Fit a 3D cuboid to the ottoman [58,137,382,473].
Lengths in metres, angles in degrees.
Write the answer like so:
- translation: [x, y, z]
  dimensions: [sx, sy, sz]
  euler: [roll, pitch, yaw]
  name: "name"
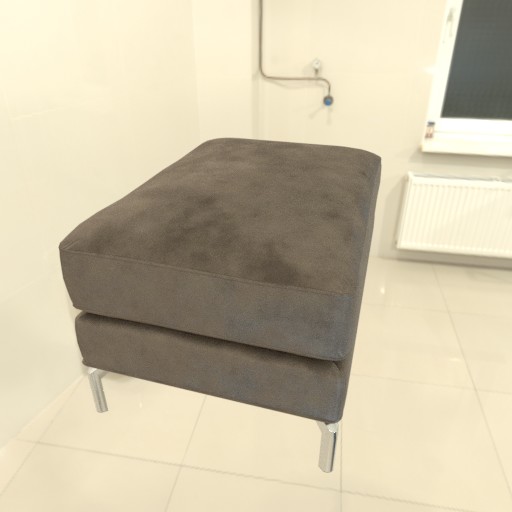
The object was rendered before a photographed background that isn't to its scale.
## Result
- translation: [0.000, 0.000, 1.060]
  dimensions: [0.520, 0.456, 0.719]
  euler: [8, 30, 15]
  name: "ottoman"
